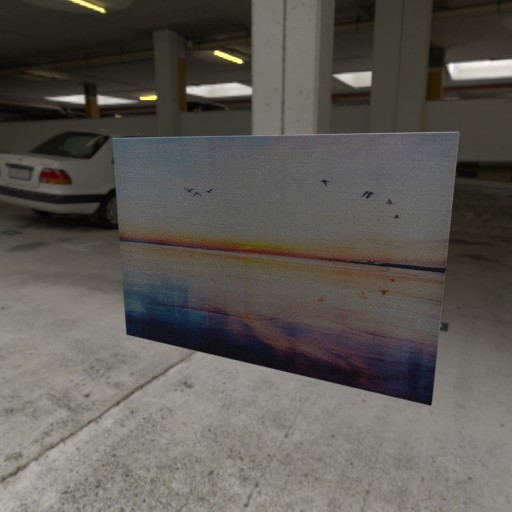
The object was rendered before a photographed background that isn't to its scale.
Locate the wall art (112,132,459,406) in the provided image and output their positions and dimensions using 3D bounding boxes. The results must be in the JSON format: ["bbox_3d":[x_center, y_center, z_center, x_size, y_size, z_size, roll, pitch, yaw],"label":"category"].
[{"bbox_3d":[0.000,0.000,0.767,0.604,0.402,0.018,6,15,26],"label":"wall art"}]
